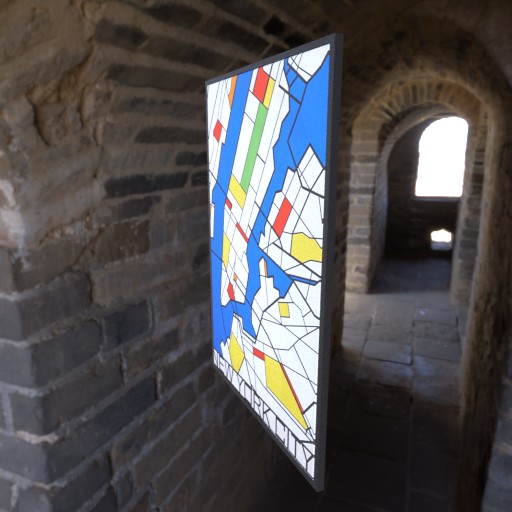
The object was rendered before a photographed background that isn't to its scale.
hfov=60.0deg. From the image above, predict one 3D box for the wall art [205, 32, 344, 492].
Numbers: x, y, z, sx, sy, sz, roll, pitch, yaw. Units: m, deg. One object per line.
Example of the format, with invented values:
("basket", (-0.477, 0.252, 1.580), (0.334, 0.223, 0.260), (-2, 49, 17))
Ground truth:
("wall art", (0.000, 0.000, 0.818), (0.013, 0.660, 0.460), (-7, 15, -25))
